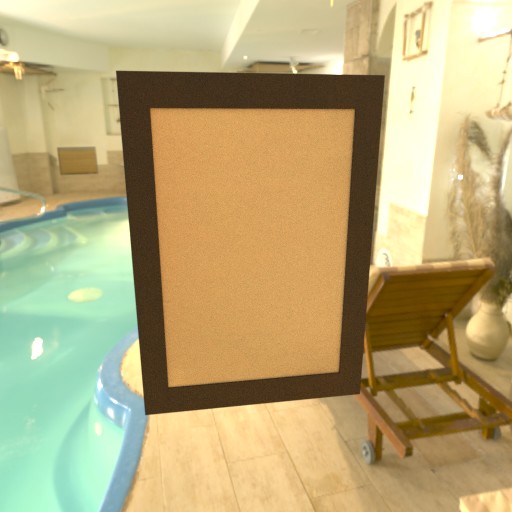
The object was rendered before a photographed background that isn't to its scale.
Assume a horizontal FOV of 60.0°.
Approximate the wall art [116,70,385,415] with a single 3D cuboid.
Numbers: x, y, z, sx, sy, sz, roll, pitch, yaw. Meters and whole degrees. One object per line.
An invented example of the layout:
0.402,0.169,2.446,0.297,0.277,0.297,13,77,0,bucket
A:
0.000,0.000,0.664,0.359,0.508,0.013,-3,17,-9,wall art
